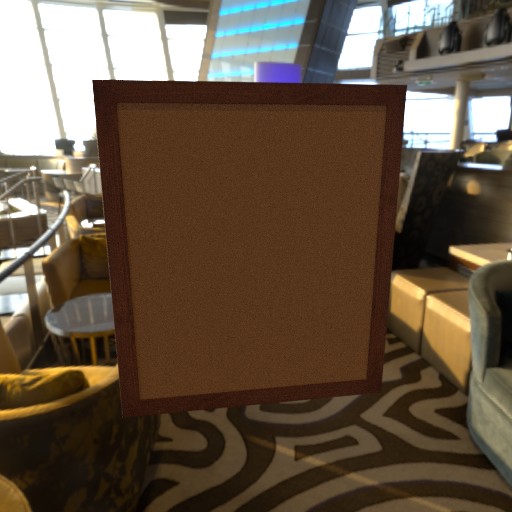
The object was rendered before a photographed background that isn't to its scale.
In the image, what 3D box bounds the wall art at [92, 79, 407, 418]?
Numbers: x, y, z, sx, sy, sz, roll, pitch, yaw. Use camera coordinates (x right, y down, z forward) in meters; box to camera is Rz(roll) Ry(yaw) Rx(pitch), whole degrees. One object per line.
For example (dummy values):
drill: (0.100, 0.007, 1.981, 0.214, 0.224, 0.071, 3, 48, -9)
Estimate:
wall art: (0.000, 0.000, 0.523, 0.330, 0.381, 0.030, -3, 16, -9)
